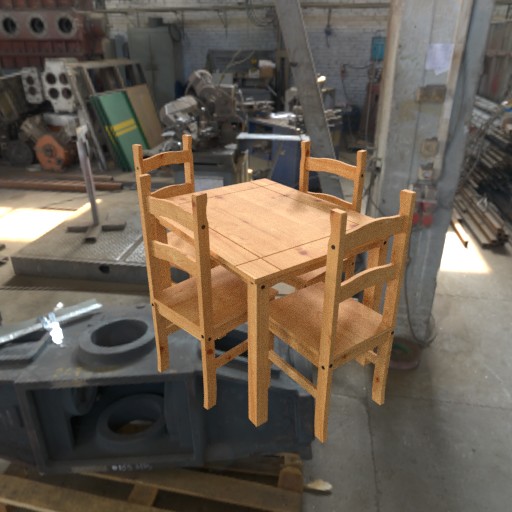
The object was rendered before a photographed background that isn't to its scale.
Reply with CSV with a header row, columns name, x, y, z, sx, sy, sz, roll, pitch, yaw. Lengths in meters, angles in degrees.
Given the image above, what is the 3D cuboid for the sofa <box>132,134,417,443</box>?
name,x,y,z,sx,sy,sz,roll,pitch,yaw
sofa,0.000,0.000,2.283,1.144,1.000,1.529,-17,31,-32
